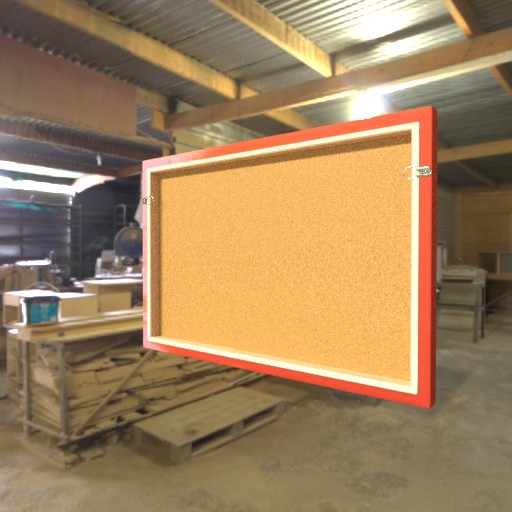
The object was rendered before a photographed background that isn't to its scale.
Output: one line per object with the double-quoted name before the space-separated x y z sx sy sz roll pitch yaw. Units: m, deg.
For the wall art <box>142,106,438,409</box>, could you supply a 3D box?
"wall art" 0.000 0.000 1.177 0.913 0.609 0.040 1 1 38
